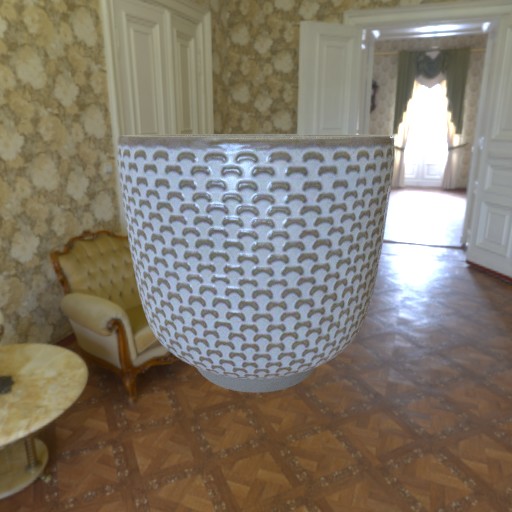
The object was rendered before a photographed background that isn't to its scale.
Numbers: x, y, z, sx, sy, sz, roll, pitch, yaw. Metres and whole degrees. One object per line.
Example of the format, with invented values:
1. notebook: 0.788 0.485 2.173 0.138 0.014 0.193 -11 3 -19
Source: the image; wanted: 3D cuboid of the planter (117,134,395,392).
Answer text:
1. planter: 0.000 0.000 0.246 0.139 0.130 0.139 0 16 0
